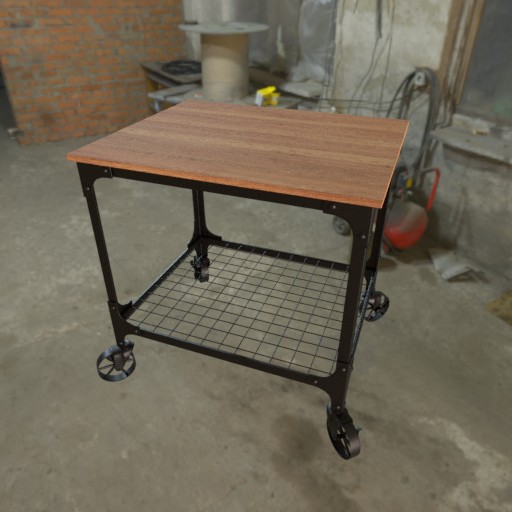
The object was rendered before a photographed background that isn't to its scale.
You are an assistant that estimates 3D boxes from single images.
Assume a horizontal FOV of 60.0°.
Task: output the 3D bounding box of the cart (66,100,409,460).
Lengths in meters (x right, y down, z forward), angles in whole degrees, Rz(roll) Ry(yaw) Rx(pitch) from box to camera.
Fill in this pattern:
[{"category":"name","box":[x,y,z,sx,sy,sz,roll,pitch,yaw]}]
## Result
[{"category":"cart","box":[0.000,0.000,1.100,0.666,0.603,0.558,11,34,18]}]
